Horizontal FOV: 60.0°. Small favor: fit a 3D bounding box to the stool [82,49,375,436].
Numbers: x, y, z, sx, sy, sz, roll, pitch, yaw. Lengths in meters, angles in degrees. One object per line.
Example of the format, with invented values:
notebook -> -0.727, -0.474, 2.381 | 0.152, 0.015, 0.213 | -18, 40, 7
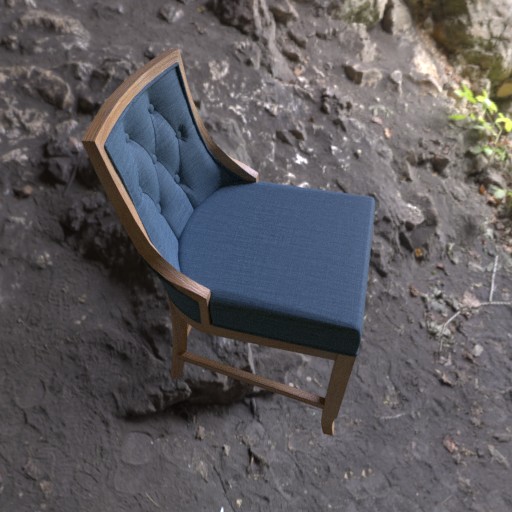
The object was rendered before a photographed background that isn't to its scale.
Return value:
stool -> 0.000, 0.000, 1.265 | 0.626, 0.938, 0.524 | 10, 48, 10
